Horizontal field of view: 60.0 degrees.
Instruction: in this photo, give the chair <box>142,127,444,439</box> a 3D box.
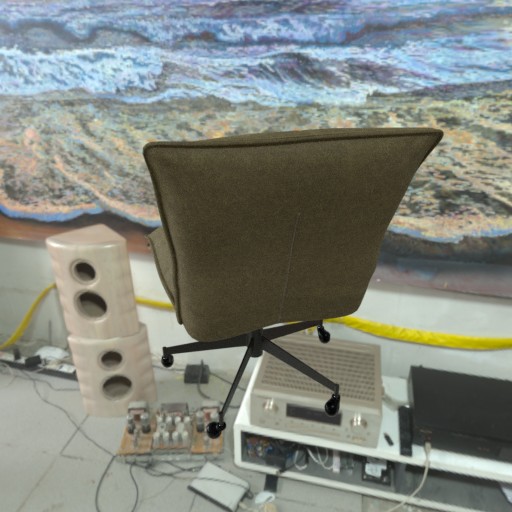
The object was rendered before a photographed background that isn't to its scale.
[{"bbox_3d":[0.000,0.000,1.271,0.597,0.811,0.696,-8,27,-15],"label":"chair"}]
